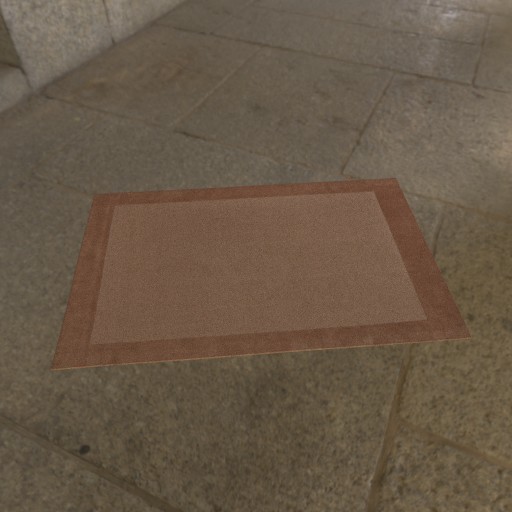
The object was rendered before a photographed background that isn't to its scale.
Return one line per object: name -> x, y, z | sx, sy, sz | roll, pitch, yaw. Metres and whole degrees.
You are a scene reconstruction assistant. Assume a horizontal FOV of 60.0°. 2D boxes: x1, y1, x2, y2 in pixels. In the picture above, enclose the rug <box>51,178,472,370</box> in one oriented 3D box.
rug -> 0.000, 0.000, 3.062 | 2.438, 0.014, 1.524 | -4, 48, -3
